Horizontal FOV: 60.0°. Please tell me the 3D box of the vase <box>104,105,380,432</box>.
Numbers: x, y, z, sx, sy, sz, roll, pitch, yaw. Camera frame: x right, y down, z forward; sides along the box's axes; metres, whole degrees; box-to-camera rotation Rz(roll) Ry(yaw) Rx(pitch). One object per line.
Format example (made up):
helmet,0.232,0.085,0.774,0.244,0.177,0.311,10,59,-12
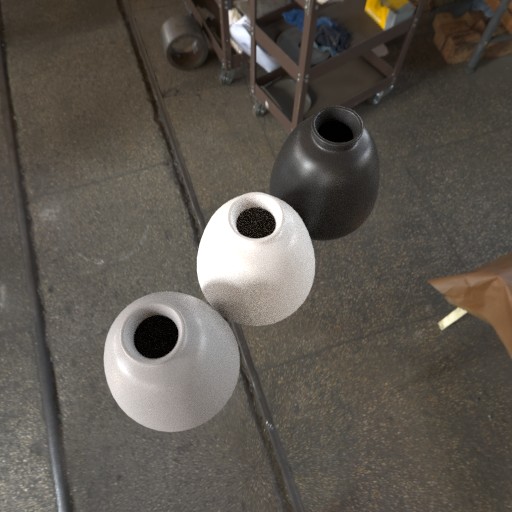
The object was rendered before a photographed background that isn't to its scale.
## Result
vase,0.000,0.000,0.351,0.097,0.122,0.297,35,69,15
